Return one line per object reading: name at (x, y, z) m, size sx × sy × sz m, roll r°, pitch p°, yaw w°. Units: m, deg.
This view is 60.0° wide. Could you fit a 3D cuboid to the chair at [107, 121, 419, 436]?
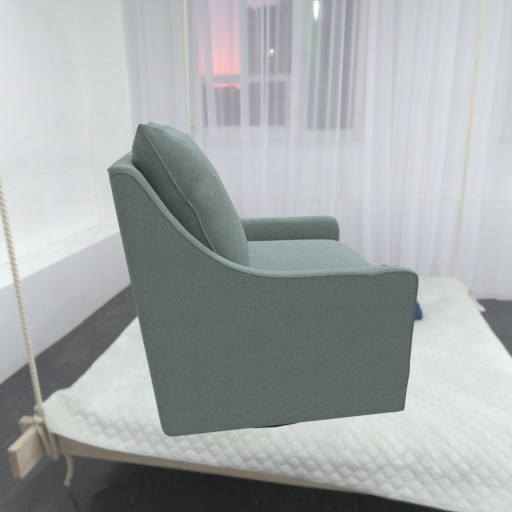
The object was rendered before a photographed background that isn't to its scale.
chair at (0.000, 0.000, 1.597) m, size 0.870 × 0.926 × 0.760 m, roll -3°, pitch 18°, yaw -9°
